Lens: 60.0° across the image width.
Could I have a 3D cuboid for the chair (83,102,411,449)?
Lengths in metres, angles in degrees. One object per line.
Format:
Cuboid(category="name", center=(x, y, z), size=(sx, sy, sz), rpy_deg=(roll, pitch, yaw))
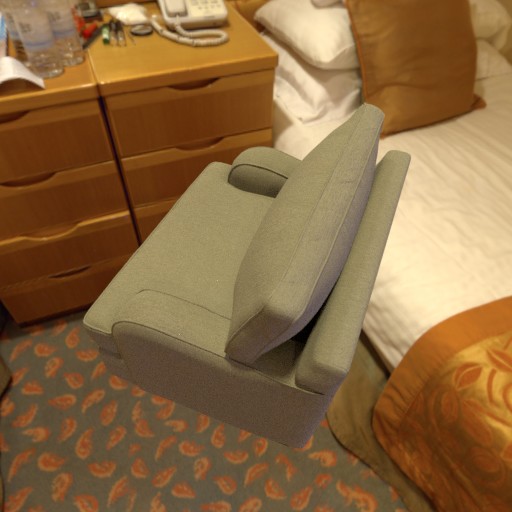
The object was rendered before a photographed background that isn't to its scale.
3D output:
Cuboid(category="chair", center=(0.000, 0.000, 1.972), size=(1.041, 1.016, 1.220), rpy_deg=(17, 49, 15))
